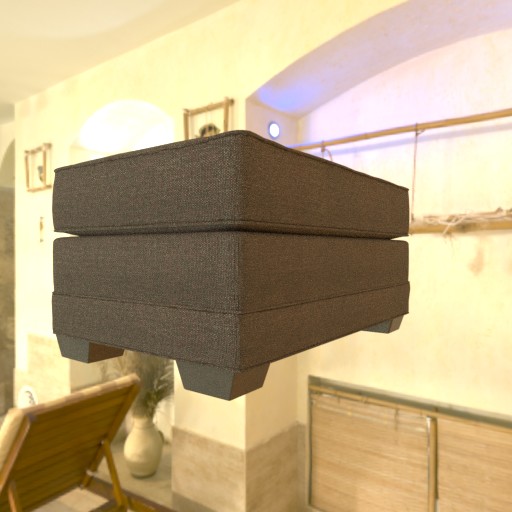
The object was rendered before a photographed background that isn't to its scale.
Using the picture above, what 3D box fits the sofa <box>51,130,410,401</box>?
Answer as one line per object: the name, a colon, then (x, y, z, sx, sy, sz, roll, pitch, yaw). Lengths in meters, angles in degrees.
sofa: (0.000, 0.000, 1.191, 0.578, 0.457, 0.854, 1, 1, 37)
